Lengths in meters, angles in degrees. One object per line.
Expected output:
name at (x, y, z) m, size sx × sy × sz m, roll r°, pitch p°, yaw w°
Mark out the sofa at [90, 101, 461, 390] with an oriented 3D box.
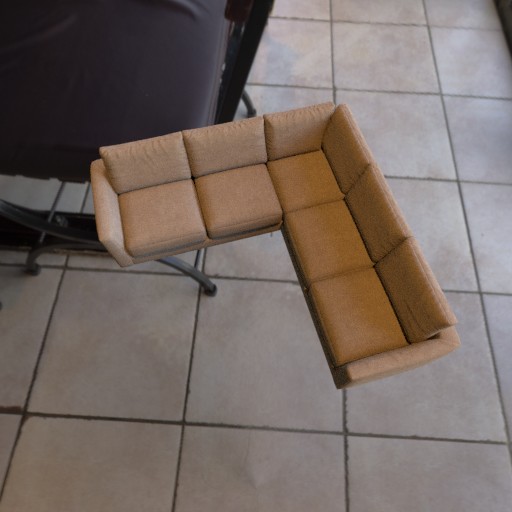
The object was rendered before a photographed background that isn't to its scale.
sofa at (0.000, 0.000, 3.727) m, size 2.438 × 0.864 × 2.438 m, roll -14°, pitch 63°, yaw -7°
